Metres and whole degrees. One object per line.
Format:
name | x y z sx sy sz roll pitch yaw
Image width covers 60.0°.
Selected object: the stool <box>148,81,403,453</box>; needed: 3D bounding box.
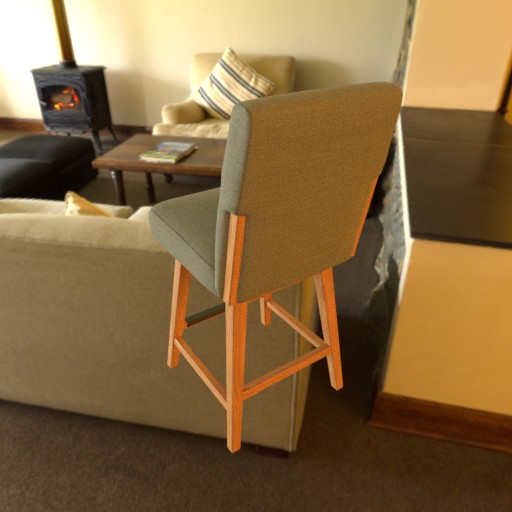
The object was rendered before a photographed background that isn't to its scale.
stool | 0.000 0.000 1.324 0.459 1.019 0.570 -19 36 -29
